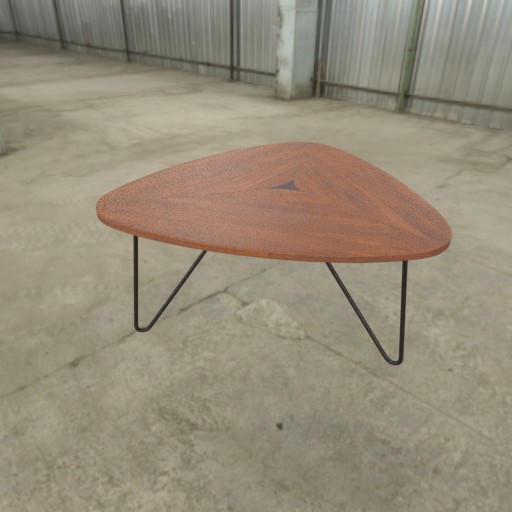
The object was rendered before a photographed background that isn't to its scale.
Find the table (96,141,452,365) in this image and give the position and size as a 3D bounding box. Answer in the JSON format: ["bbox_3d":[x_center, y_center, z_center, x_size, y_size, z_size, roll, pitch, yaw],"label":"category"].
[{"bbox_3d":[0.000,0.000,1.293,0.821,0.413,0.833,-8,31,-13],"label":"table"}]
